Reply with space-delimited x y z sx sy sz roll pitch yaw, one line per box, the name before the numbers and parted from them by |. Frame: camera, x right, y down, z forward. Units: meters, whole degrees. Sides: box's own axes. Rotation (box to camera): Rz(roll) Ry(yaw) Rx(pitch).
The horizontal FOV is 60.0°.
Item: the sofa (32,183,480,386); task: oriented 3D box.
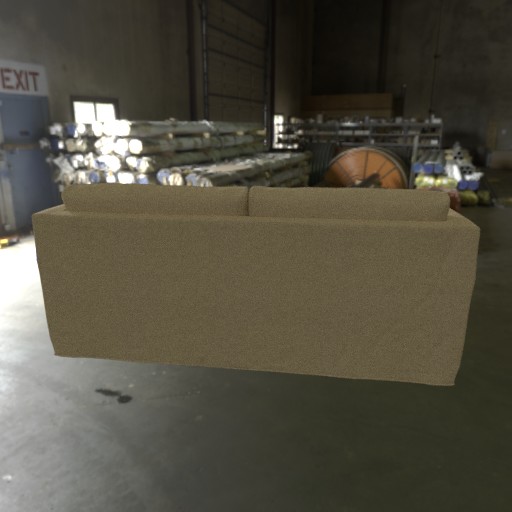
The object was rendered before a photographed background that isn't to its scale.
sofa | 0.000 0.000 2.389 1.959 0.835 0.962 2 17 8
